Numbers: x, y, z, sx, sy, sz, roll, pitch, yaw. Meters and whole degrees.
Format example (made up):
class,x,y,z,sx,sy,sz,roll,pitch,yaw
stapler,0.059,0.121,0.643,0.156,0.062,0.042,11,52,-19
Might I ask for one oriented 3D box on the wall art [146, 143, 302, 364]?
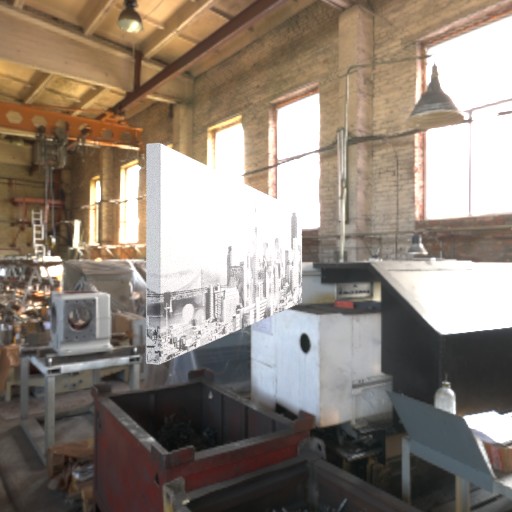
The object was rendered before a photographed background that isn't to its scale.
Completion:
class,x,y,z,sx,sy,sz,roll,pitch,yaw
wall art,0.000,0.000,1.741,0.039,0.507,1.520,0,0,18
